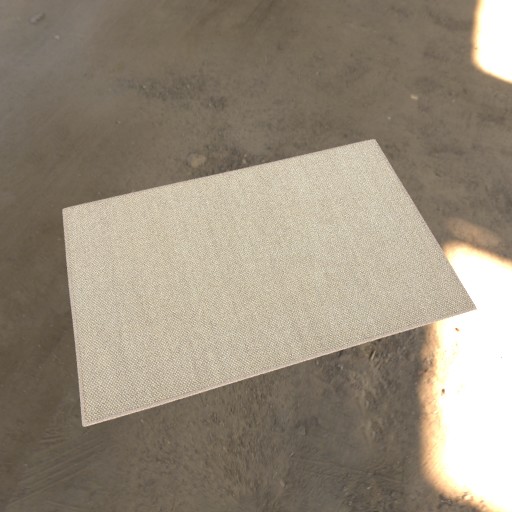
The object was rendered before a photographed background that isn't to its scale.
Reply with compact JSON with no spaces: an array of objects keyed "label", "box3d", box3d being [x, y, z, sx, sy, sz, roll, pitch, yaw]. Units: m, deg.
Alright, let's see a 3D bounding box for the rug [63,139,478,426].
[{"label":"rug","box3d":[0.000,0.000,2.042,1.676,0.013,1.067,-14,60,-9]}]
